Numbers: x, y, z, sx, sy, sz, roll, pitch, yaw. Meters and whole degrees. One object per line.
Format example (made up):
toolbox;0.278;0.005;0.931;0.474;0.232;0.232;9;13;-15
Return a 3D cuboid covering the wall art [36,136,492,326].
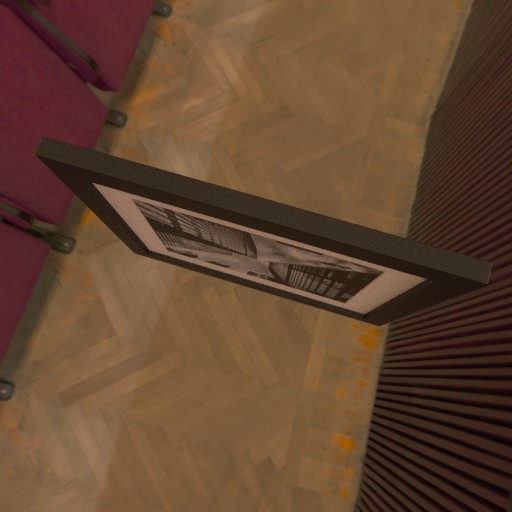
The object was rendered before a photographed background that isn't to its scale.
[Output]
wall art;0.000;0.000;0.744;0.558;0.457;0.031;16;76;4
